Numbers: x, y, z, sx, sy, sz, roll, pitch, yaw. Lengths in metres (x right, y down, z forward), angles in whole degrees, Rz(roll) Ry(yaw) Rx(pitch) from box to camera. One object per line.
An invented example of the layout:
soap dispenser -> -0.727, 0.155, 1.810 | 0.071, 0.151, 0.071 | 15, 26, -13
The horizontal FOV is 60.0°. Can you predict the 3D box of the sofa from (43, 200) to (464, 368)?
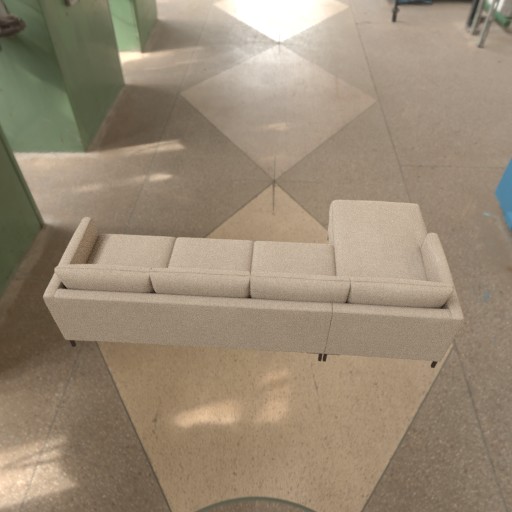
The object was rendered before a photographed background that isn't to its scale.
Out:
sofa -> 0.000, 0.000, 3.651 | 2.923, 0.816, 1.469 | 3, 46, 3
